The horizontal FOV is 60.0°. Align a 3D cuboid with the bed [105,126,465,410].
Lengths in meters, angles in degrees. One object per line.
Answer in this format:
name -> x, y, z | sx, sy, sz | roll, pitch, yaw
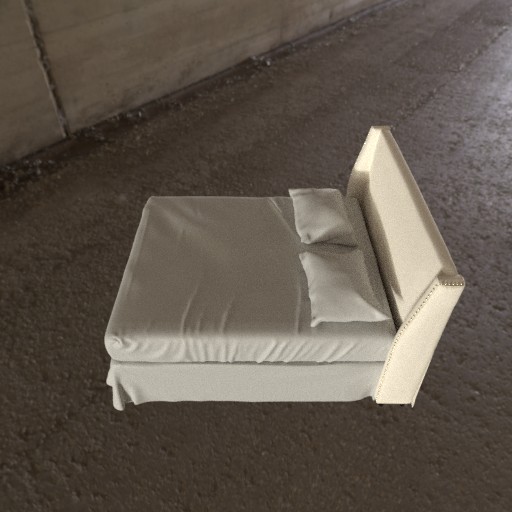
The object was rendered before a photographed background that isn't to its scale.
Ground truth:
bed -> 0.000, 0.000, 3.498 | 2.276, 1.332, 1.925 | 0, 42, 0
